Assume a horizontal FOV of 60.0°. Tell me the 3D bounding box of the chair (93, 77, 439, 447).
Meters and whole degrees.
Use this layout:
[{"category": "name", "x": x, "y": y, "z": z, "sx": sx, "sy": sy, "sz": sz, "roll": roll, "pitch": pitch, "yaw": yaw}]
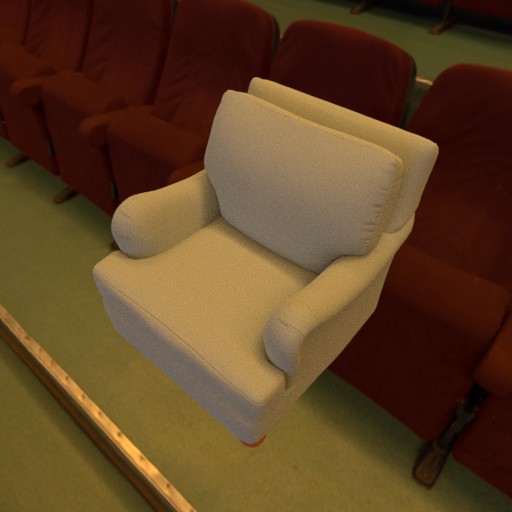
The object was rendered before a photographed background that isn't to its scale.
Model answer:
[{"category": "chair", "x": 0.000, "y": 0.000, "z": 1.864, "sx": 0.955, "sy": 1.038, "sz": 1.070, "roll": 32, "pitch": 53, "yaw": 27}]
